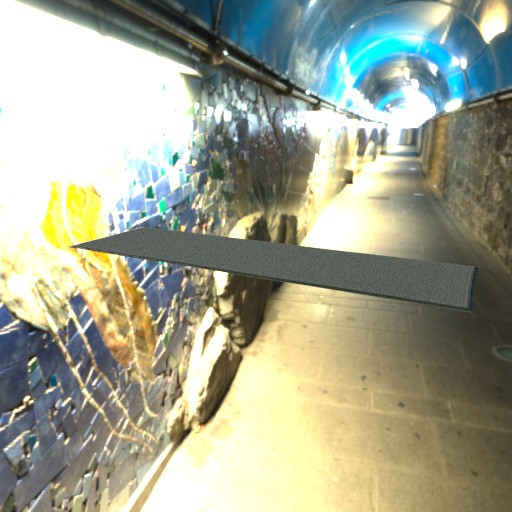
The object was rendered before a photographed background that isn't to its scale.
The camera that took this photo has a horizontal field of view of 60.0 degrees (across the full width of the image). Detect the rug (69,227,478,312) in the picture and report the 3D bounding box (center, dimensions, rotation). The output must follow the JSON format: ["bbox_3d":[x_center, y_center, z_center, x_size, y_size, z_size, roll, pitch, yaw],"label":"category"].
[{"bbox_3d":[0.000,0.000,2.452,2.196,0.011,0.662,8,17,26],"label":"rug"}]
